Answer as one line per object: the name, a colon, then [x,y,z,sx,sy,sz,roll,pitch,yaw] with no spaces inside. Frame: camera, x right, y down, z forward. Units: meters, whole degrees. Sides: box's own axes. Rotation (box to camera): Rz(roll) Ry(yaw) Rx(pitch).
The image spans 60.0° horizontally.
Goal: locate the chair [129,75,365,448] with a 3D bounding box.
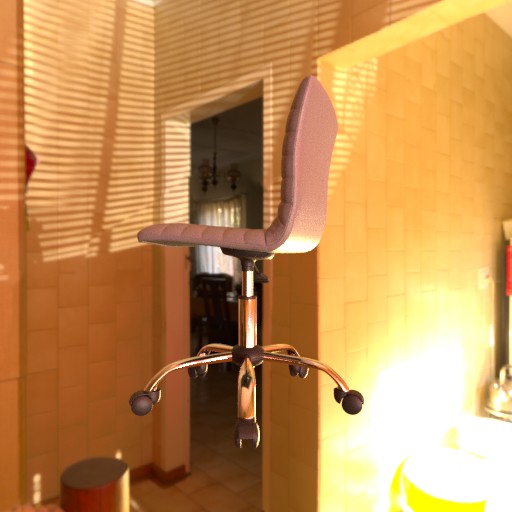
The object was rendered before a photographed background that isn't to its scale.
chair: [0.000,0.000,1.134,0.542,0.750,0.569,0,1,18]
